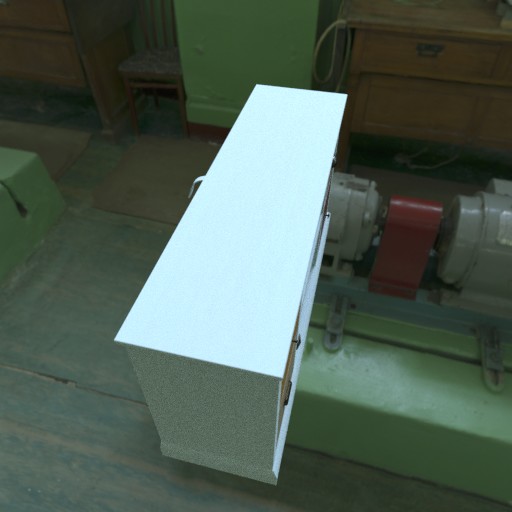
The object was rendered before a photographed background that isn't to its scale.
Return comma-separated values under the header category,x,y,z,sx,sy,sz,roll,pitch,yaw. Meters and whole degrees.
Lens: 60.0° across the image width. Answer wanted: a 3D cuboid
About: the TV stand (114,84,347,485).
category,x,y,z,sx,sy,sz,roll,pitch,yaw
TV stand,0.000,0.000,1.486,0.424,0.624,1.187,10,47,10
